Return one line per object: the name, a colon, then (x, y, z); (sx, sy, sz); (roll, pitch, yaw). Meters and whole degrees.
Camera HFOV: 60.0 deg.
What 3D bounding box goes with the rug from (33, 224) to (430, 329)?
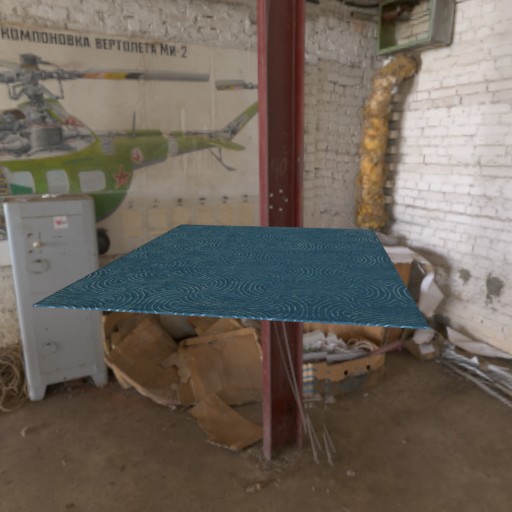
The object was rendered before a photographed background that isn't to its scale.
rug: (0.000, 0.000, 4.108); (2.432, 0.012, 3.033); (2, 14, 8)
